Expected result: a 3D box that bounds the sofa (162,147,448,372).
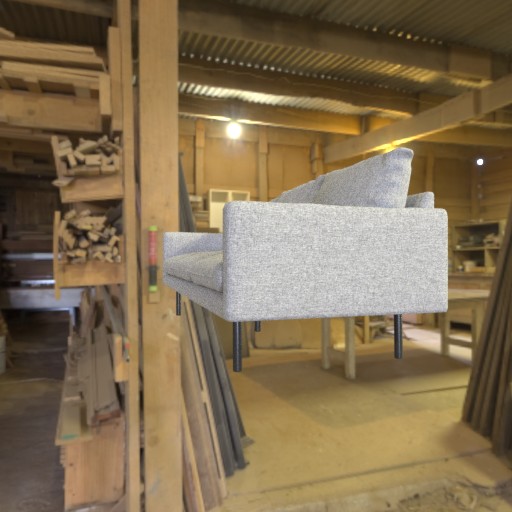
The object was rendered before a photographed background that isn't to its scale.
[{"bbox_3d":[0.000,0.000,2.435,0.850,0.830,2.000,0,0,-18],"label":"sofa"}]
